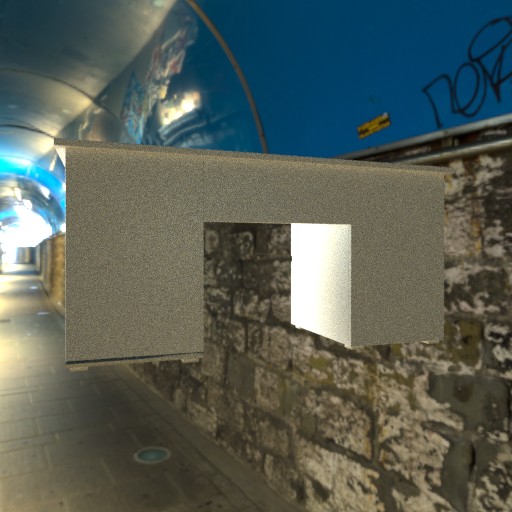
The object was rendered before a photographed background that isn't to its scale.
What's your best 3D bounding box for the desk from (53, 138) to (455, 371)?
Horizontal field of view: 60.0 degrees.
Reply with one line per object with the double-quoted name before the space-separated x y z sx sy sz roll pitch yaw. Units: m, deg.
"desk" 0.000 0.000 1.980 1.580 0.760 0.670 0 0 -18
